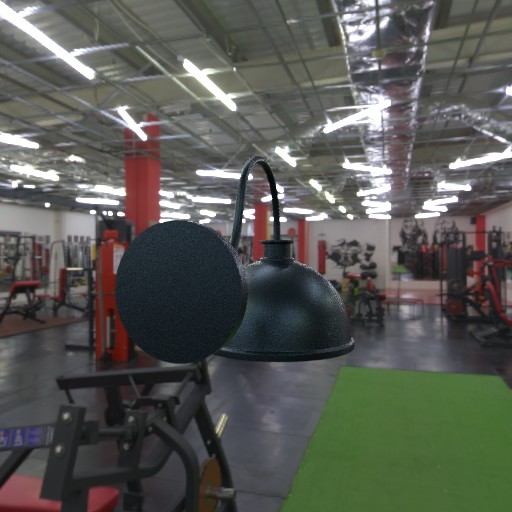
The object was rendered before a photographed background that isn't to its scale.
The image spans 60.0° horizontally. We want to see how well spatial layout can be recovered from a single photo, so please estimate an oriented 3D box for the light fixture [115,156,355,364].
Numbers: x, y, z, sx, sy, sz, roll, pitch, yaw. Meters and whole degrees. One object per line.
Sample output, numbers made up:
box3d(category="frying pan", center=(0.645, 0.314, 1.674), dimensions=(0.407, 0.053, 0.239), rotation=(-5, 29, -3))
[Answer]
box3d(category="light fixture", center=(0.000, 0.000, 0.639), dimensions=(0.253, 0.295, 0.467), rotation=(0, 0, 19))
